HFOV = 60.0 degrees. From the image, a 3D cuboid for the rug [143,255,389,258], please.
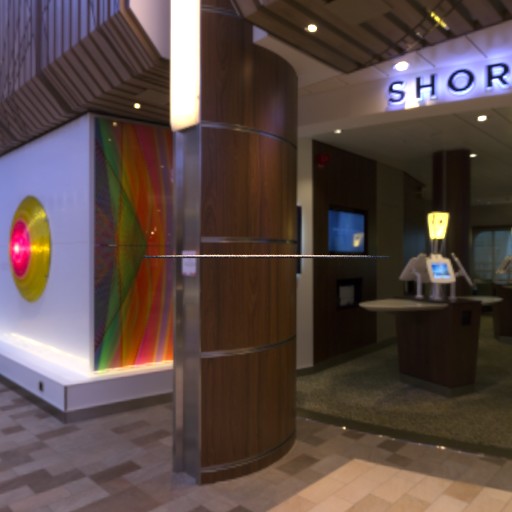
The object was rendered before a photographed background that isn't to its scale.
[{"bbox_3d":[0.000,0.000,2.653,0.832,0.008,2.362,0,0,-2],"label":"rug"}]
